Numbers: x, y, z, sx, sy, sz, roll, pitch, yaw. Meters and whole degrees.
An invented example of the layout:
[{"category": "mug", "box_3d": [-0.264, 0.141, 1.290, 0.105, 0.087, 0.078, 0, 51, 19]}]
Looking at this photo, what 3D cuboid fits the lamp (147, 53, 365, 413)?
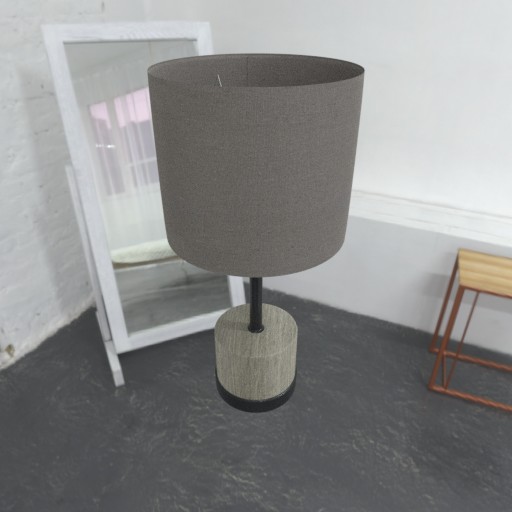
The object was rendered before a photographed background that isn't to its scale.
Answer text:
[{"category": "lamp", "box_3d": [0.000, 0.000, 0.593, 0.229, 0.470, 0.229, 2, 31, 3]}]
